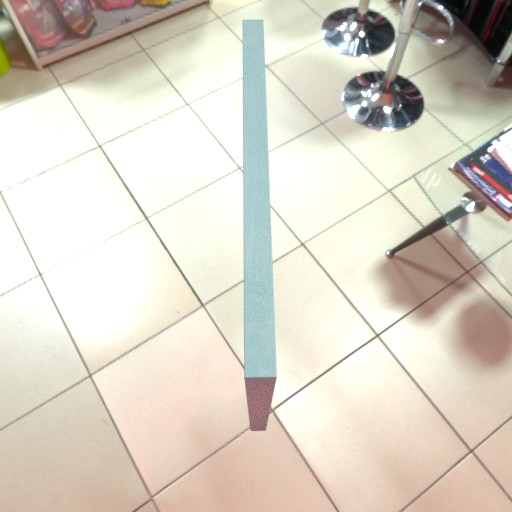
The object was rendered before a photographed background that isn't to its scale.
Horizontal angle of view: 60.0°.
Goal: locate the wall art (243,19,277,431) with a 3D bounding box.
[{"bbox_3d":[0.000,0.000,0.891,0.036,0.603,0.603,-1,63,0],"label":"wall art"}]
